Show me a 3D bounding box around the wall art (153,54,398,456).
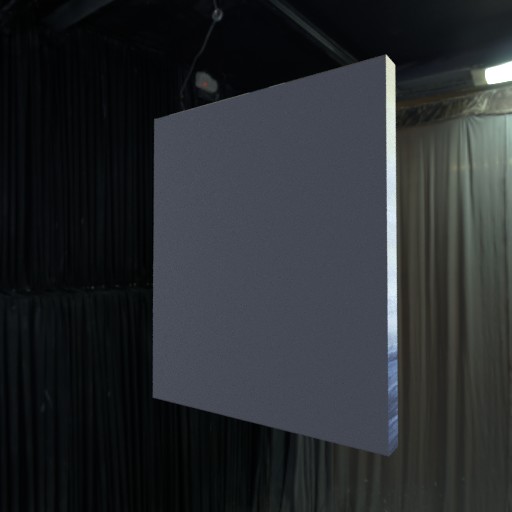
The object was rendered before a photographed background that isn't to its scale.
[{"bbox_3d":[0.000,0.000,0.703,0.435,0.511,0.037,-1,-2,35],"label":"wall art"}]
